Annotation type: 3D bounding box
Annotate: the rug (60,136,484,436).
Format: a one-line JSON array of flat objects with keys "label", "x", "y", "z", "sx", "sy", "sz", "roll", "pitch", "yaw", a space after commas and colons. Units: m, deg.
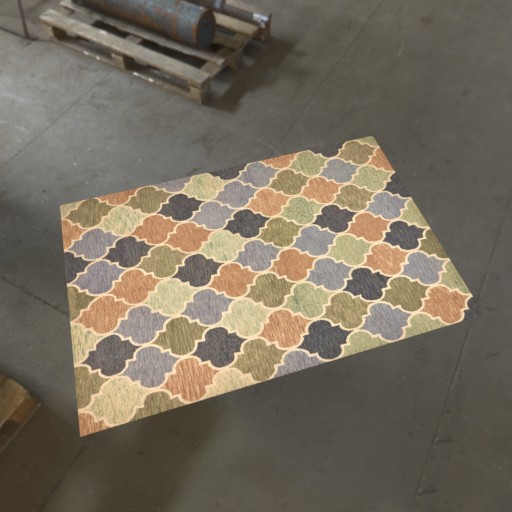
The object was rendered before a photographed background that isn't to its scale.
[{"label": "rug", "x": 0.000, "y": 0.000, "z": 2.212, "sx": 1.828, "sy": 0.006, "sz": 1.216, "roll": -14, "pitch": 59, "yaw": -9}]
